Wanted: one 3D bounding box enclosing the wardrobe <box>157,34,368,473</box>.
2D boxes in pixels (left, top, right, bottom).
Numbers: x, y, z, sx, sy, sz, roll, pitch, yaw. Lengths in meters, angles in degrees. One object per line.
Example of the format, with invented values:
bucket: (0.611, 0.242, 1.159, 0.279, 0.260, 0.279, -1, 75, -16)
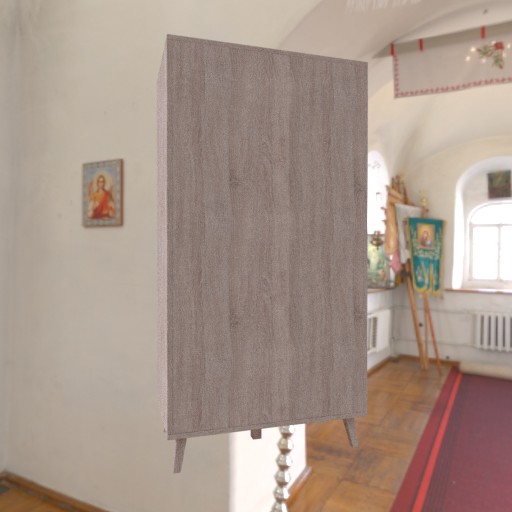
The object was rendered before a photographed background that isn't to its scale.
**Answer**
wardrobe: (0.000, 0.000, 2.386, 1.000, 1.960, 0.600, 0, 0, -17)
